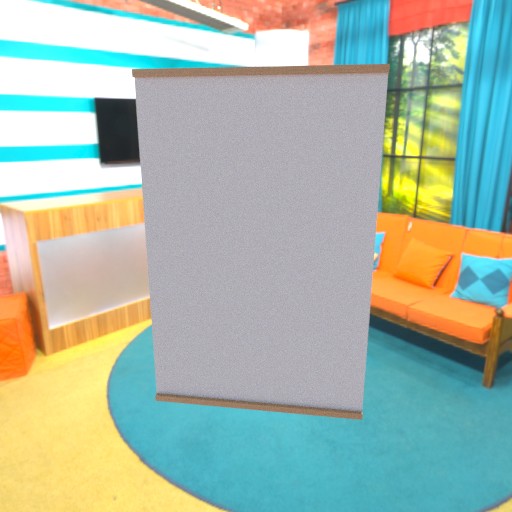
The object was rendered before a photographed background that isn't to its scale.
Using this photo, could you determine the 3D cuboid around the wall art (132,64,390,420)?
[{"bbox_3d":[0.000,0.000,0.774,0.401,0.611,0.016,2,16,8],"label":"wall art"}]
